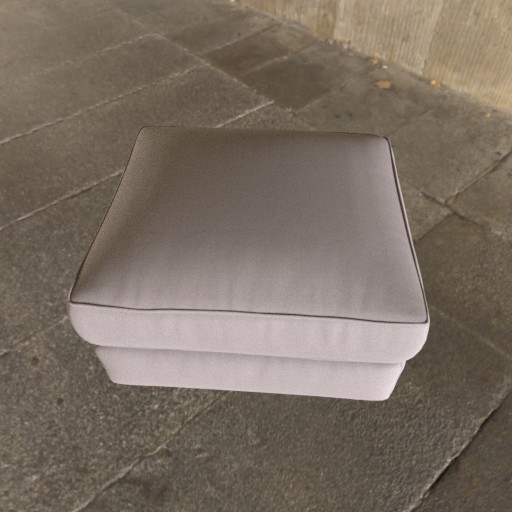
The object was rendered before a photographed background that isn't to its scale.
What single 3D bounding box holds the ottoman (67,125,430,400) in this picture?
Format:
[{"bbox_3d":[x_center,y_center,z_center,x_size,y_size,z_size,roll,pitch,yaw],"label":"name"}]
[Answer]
[{"bbox_3d":[0.000,0.000,1.169,0.721,0.505,0.662,3,48,3],"label":"ottoman"}]
